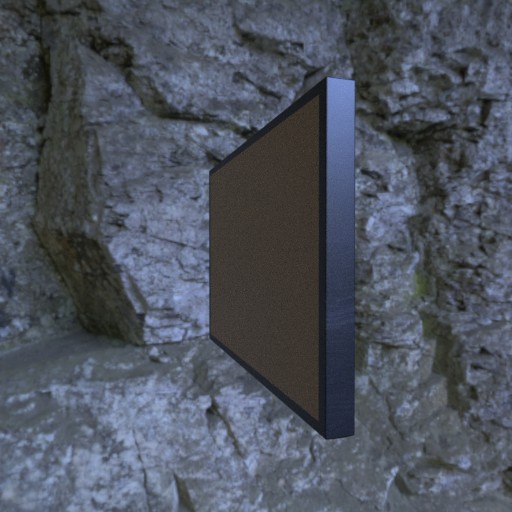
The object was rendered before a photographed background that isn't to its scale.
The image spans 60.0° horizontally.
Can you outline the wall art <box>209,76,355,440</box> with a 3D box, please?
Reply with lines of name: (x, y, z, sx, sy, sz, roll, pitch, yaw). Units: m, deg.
wall art: (0.000, 0.000, 0.789, 0.038, 0.409, 0.610, 0, 1, -18)
